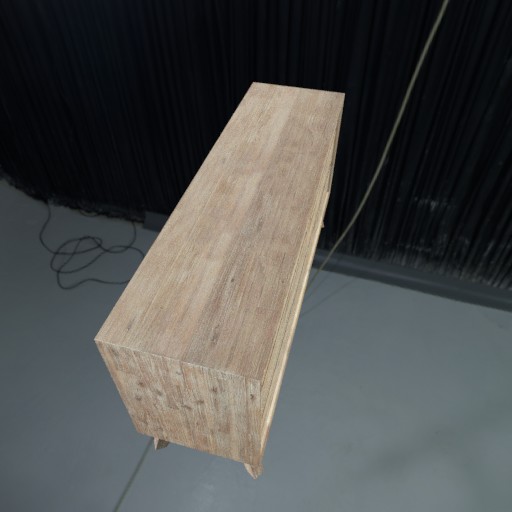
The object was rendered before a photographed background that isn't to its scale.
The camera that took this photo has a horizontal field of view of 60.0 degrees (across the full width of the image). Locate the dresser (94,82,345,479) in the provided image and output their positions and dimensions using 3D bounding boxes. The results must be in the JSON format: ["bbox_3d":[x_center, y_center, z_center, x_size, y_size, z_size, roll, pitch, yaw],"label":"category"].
[{"bbox_3d":[0.000,0.000,1.927,0.455,0.805,1.554,11,47,11],"label":"dresser"}]
